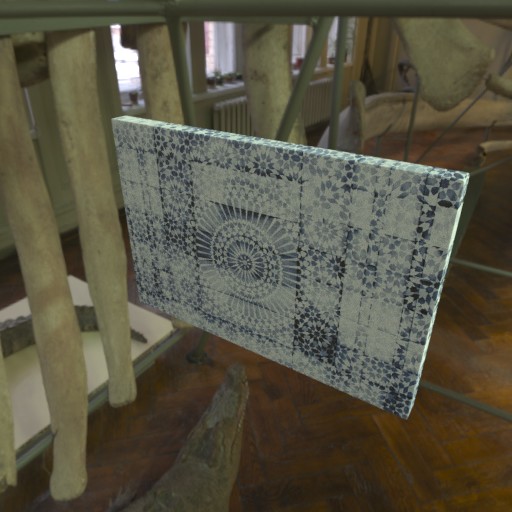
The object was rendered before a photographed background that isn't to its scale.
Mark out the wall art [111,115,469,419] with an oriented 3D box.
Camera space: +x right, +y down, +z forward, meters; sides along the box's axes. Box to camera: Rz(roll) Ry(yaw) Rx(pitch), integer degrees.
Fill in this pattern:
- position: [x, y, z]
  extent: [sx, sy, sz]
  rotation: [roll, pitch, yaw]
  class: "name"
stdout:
- position: [0.000, 0.000, 1.164]
  extent: [0.911, 0.608, 0.057]
  rotation: [18, 34, 28]
  class: "wall art"
